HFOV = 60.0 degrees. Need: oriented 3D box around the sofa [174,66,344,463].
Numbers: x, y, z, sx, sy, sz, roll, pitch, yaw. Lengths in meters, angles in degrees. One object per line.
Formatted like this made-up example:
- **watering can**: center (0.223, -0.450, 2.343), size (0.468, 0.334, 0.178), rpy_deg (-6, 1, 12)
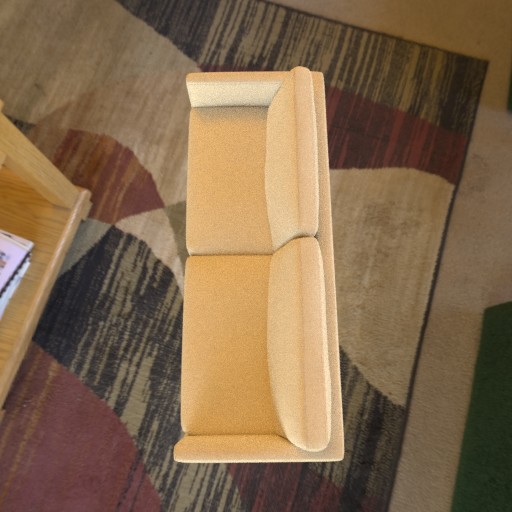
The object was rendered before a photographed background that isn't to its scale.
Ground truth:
- **sofa**: center (0.000, 0.000, 2.931), size (0.948, 0.965, 2.434), rpy_deg (-1, 76, 0)
